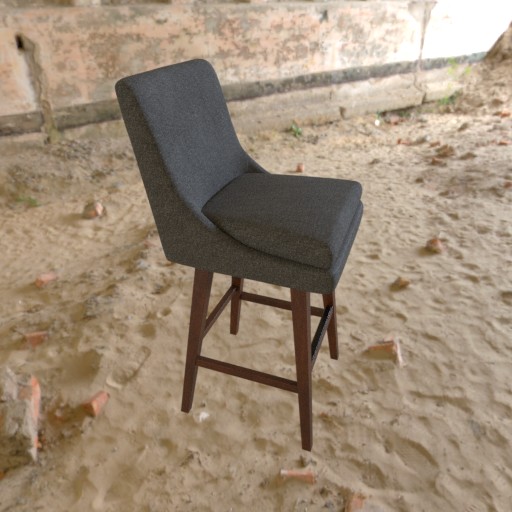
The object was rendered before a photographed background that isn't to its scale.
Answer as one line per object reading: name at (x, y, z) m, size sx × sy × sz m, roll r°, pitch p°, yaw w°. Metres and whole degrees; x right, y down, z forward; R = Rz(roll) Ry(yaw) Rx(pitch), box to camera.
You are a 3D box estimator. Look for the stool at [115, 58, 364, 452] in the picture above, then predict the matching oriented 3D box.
stool at (0.000, 0.000, 1.373) m, size 0.572 × 1.068 × 0.489 m, roll 11°, pitch 32°, yaw 17°
